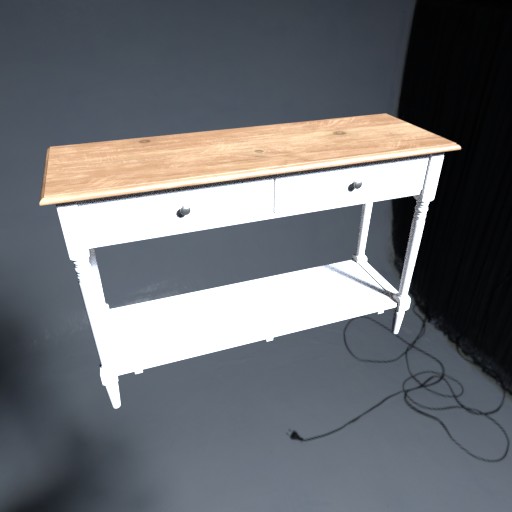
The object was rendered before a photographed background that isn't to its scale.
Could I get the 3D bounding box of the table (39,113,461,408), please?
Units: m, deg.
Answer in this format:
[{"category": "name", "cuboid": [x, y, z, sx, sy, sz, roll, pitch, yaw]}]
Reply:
[{"category": "table", "cuboid": [0.000, 0.000, 1.575, 1.219, 0.800, 0.399, -11, 33, -17]}]
